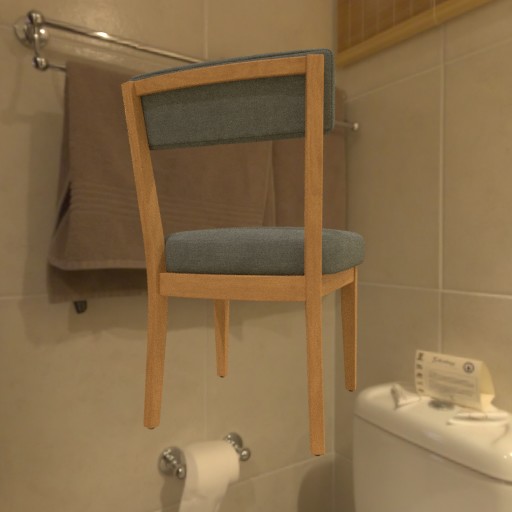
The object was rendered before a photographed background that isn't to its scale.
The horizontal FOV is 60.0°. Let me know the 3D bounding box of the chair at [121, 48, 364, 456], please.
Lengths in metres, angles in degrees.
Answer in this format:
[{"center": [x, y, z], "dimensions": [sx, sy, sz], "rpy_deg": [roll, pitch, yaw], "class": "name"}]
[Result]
[{"center": [0.000, 0.000, 1.168], "dimensions": [0.508, 0.832, 0.572], "rpy_deg": [0, 1, 20], "class": "chair"}]
